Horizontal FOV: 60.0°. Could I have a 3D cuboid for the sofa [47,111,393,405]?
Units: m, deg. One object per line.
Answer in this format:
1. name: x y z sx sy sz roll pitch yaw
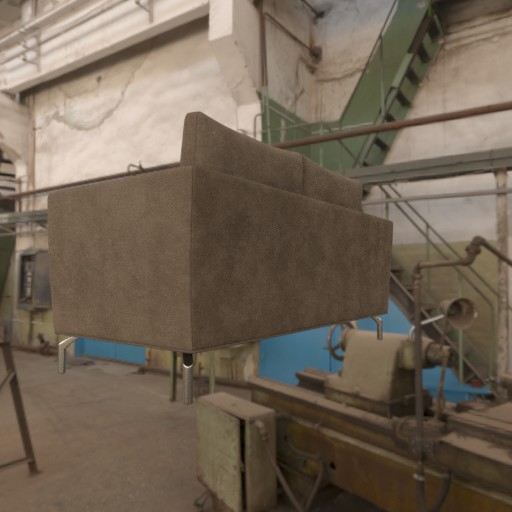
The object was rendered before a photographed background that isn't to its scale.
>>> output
1. sofa: 0.000 0.000 2.321 0.855 1.013 1.832 -2 -3 36
